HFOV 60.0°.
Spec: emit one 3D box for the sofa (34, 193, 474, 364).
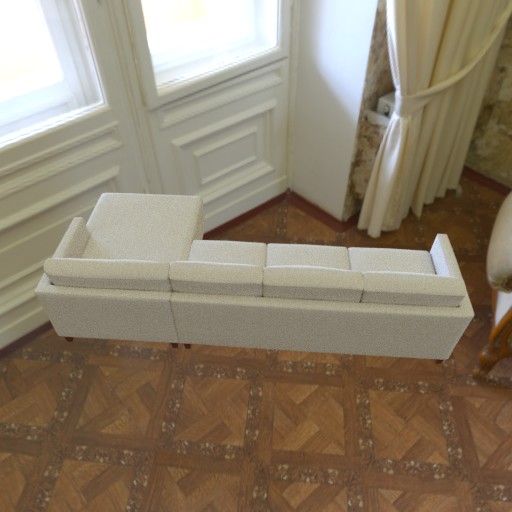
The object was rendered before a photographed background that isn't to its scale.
[{"bbox_3d":[0.000,0.000,4.176,3.471,0.954,1.599,3,46,3],"label":"sofa"}]
